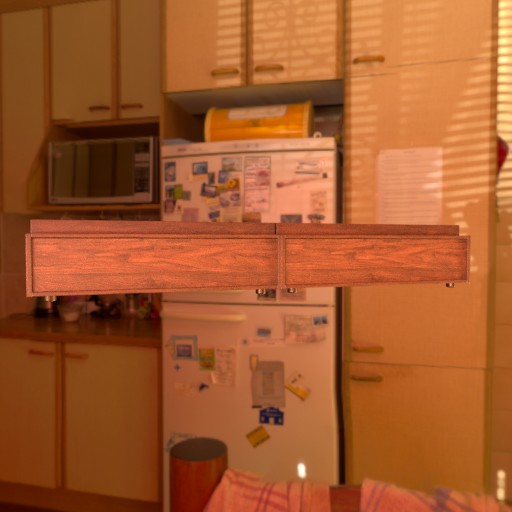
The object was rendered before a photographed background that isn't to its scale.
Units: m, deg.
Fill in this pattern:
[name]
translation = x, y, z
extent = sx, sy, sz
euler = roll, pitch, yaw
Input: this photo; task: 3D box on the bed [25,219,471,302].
[bed]
translation = 0.000, 0.000, 2.353
extent = 2.057, 0.326, 0.787
euler = -1, 2, -17
